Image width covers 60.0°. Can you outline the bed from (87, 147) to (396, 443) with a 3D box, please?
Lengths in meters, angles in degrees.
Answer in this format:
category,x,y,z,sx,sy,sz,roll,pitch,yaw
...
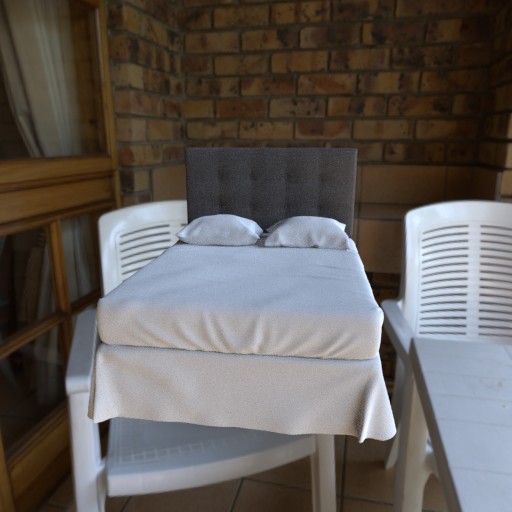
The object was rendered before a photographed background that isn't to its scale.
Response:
category,x,y,z,sx,sy,sz,roll,pitch,yaw
bed,0.000,0.000,3.413,1.936,1.577,2.222,2,15,7
